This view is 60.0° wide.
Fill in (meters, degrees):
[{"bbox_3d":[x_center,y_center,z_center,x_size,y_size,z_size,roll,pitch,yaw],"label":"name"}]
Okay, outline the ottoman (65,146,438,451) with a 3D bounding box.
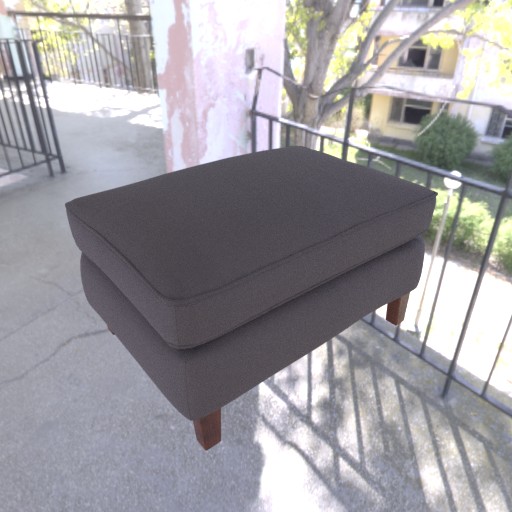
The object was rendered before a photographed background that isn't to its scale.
[{"bbox_3d":[0.000,0.000,1.018,0.686,0.406,0.508,-22,37,-33],"label":"ottoman"}]
